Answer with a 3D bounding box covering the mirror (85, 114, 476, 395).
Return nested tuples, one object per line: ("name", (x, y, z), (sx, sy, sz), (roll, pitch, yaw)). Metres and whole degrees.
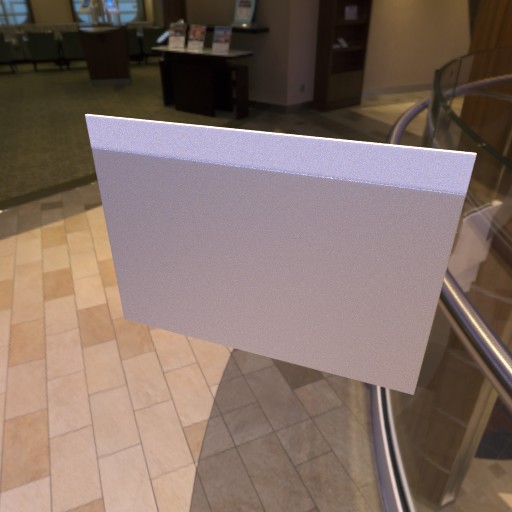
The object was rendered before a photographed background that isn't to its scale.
("mirror", (0.000, 0.000, 1.112), (0.870, 0.630, 0.030), (11, 32, 17))
